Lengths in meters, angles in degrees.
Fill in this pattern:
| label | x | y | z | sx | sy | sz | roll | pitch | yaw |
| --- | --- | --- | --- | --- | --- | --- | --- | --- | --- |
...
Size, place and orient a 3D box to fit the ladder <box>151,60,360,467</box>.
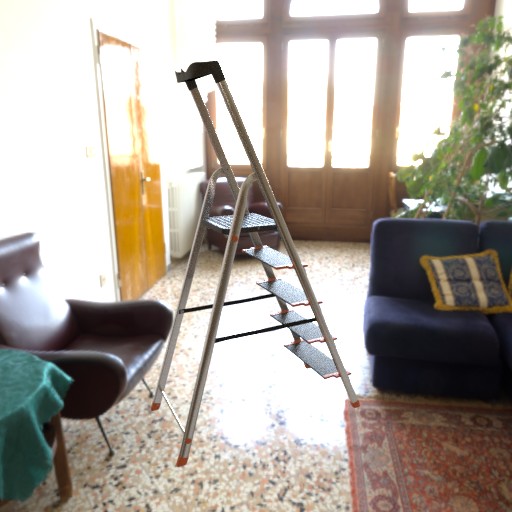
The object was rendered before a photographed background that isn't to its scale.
| label | x | y | z | sx | sy | sz | roll | pitch | yaw |
| --- | --- | --- | --- | --- | --- | --- | --- | --- | --- |
| ladder | 0.000 | 0.000 | 2.107 | 0.995 | 1.646 | 0.480 | -7 | 17 | -26 |
